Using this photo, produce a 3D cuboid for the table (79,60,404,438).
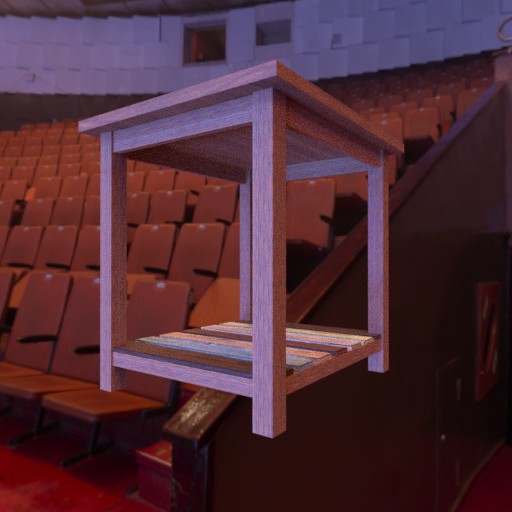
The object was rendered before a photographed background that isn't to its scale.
[{"bbox_3d":[0.000,0.000,1.151,0.559,0.635,0.660,0,0,36],"label":"table"}]
